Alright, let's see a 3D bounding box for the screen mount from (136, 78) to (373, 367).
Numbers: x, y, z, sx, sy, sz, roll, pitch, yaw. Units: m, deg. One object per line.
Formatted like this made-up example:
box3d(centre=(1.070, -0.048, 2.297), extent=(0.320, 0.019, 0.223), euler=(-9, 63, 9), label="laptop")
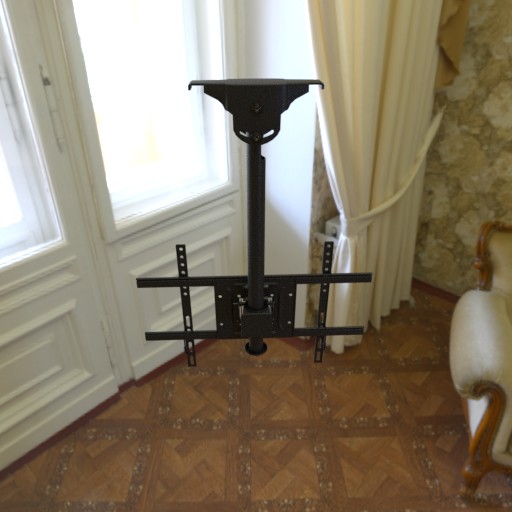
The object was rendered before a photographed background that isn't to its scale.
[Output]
box3d(centre=(0.000, 0.000, 1.044), extent=(0.595, 0.775, 0.090), euler=(-1, 30, -2), label="screen mount")
